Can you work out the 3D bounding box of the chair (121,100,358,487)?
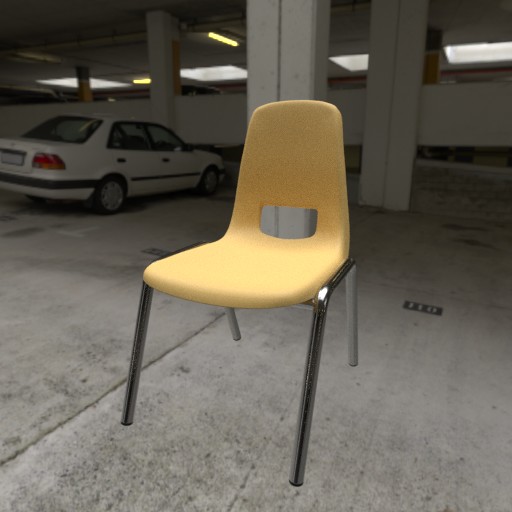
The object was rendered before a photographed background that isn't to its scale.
[{"bbox_3d":[0.000,0.000,0.844,0.354,0.586,0.423,7,17,25],"label":"chair"}]
